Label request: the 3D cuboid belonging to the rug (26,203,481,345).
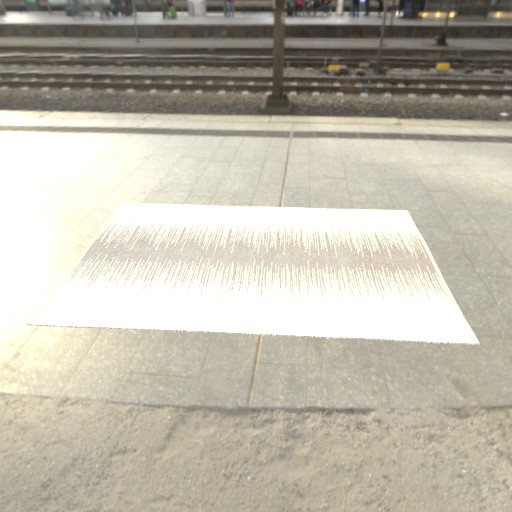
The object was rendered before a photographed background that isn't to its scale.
[{"bbox_3d":[0.000,0.000,2.278,1.815,0.007,1.226,2,31,3],"label":"rug"}]
